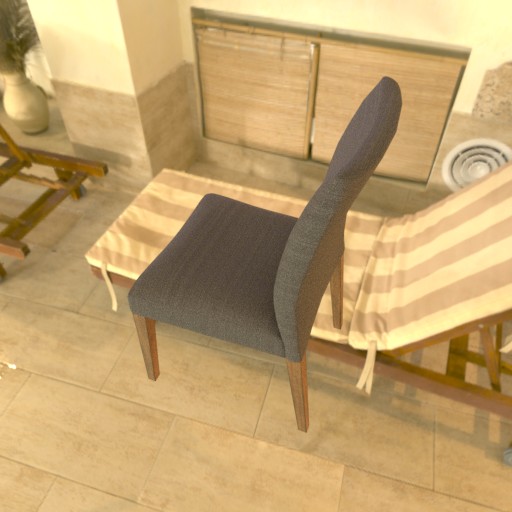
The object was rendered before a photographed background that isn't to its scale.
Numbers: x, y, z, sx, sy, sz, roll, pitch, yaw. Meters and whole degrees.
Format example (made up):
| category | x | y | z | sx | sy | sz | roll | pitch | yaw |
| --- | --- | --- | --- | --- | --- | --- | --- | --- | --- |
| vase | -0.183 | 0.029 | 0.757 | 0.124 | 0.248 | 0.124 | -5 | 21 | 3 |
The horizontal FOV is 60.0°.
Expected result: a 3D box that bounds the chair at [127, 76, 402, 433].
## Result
| category | x | y | z | sx | sy | sz | roll | pitch | yaw |
| --- | --- | --- | --- | --- | --- | --- | --- | --- | --- |
| chair | 0.000 | 0.000 | 1.253 | 0.585 | 0.940 | 0.496 | 16 | 47 | 15 |
